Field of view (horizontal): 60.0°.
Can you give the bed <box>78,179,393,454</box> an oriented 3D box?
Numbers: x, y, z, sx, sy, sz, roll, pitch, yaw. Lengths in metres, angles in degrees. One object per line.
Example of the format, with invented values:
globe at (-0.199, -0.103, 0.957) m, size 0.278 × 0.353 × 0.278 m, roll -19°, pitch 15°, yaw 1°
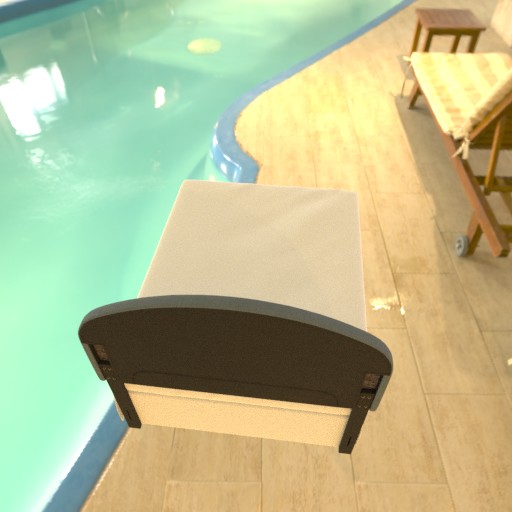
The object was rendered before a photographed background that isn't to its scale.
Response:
bed at (0.000, 0.000, 3.049) m, size 1.607 × 1.410 × 2.005 m, roll 5°, pitch 46°, yaw 5°
